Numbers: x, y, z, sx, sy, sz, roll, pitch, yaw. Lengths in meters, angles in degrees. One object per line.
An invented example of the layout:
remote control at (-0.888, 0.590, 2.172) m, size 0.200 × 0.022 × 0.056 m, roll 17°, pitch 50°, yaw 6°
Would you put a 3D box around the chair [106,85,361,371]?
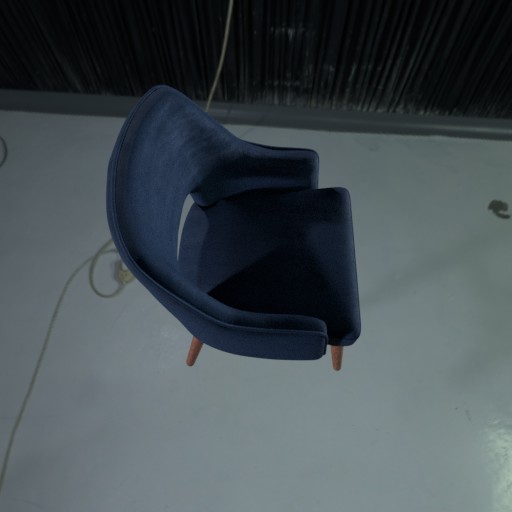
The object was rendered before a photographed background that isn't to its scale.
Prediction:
chair at (0.000, 0.000, 1.231) m, size 0.591 × 0.844 × 0.559 m, roll 1°, pitch 64°, yaw 1°
